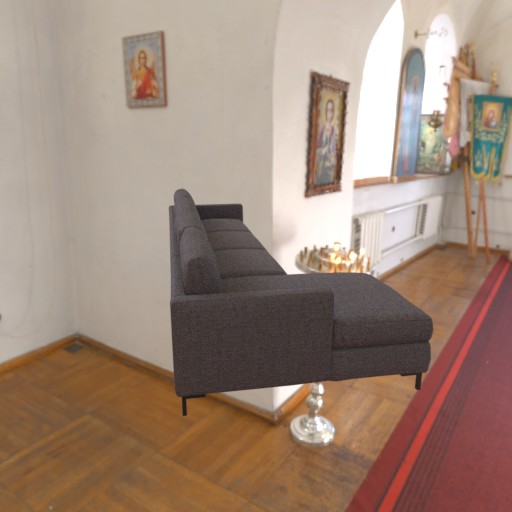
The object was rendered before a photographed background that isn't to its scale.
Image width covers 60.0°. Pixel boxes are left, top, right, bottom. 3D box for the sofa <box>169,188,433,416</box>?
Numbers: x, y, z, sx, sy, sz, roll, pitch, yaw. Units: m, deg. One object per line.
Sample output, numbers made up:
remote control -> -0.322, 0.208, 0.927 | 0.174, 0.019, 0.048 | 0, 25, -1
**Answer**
sofa -> 0.000, 0.000, 3.293 | 1.258, 0.754, 2.731 | -3, 16, -11
